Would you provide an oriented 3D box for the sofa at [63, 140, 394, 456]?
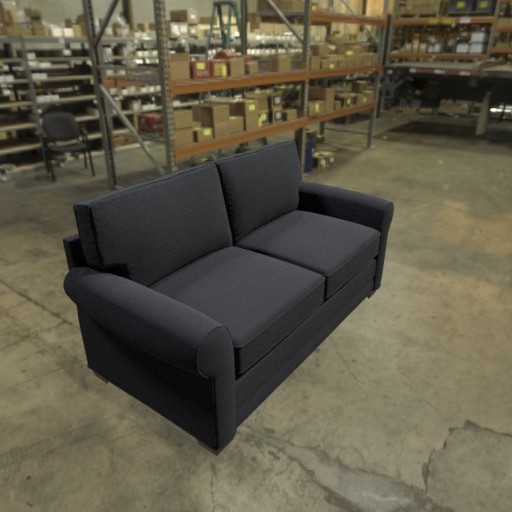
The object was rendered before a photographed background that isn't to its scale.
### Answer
[{"bbox_3d":[0.000,0.000,2.598,0.951,1.031,2.009,18,31,32],"label":"sofa"}]
